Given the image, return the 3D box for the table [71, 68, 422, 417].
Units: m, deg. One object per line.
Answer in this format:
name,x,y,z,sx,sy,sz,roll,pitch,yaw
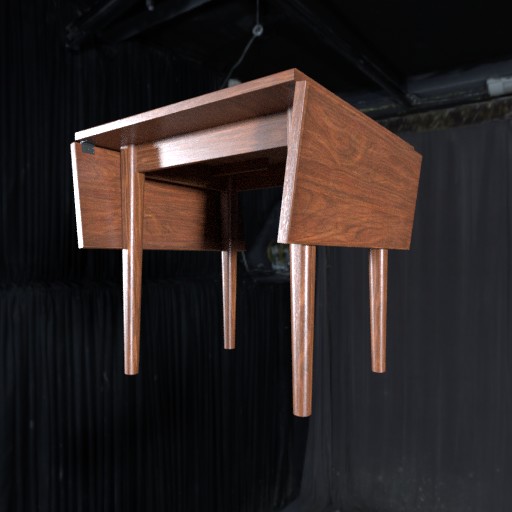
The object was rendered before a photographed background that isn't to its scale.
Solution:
table,0.000,0.000,1.458,0.843,0.763,0.812,0,0,36
